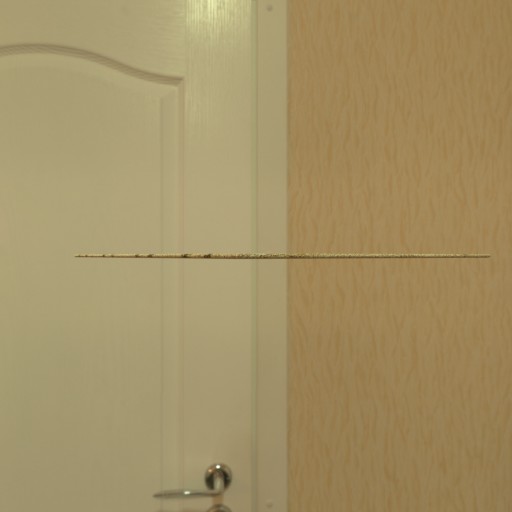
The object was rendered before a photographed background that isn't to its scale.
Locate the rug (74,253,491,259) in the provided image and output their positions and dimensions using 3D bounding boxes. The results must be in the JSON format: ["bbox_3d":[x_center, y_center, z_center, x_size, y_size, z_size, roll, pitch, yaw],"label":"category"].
[{"bbox_3d":[0.000,0.000,3.971,2.399,0.026,3.000,0,0,-36],"label":"rug"}]
